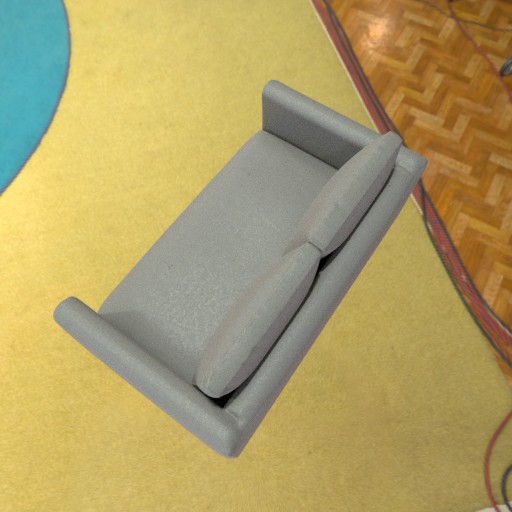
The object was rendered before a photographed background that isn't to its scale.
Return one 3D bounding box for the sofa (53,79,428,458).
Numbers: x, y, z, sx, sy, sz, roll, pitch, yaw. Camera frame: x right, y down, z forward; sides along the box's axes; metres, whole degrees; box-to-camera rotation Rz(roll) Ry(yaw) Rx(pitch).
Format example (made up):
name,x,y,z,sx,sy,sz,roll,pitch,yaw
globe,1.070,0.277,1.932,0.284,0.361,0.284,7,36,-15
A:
name,x,y,z,sx,sy,sz,roll,pitch,yaw
sofa,0.000,0.000,2.146,0.899,0.873,1.598,33,69,14
